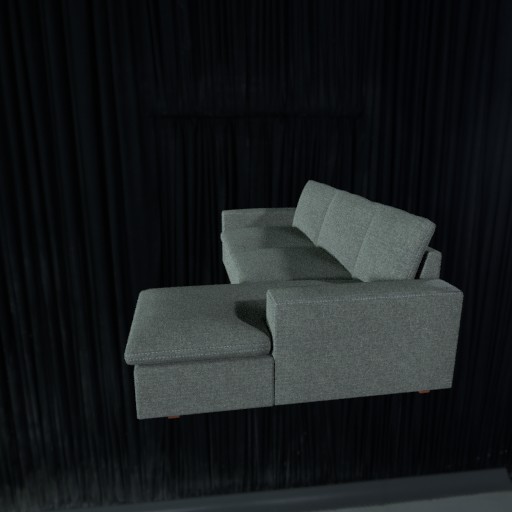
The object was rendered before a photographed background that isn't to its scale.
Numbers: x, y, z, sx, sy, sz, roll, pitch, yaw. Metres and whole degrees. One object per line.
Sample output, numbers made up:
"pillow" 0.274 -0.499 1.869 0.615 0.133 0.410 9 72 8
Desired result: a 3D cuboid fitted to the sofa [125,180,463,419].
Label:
"sofa" 0.000 0.000 3.436 1.689 0.940 2.718 -3 15 -9
